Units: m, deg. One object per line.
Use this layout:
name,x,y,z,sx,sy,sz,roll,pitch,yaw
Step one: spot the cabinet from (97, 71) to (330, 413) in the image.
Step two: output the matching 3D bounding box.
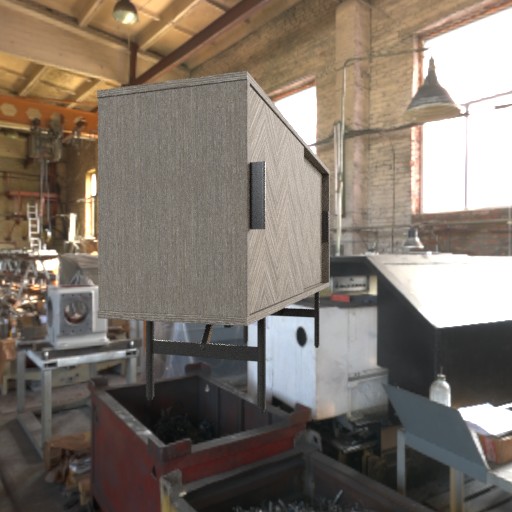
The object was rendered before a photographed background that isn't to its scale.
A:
cabinet,0.000,0.000,1.553,0.405,0.787,1.194,0,0,18
